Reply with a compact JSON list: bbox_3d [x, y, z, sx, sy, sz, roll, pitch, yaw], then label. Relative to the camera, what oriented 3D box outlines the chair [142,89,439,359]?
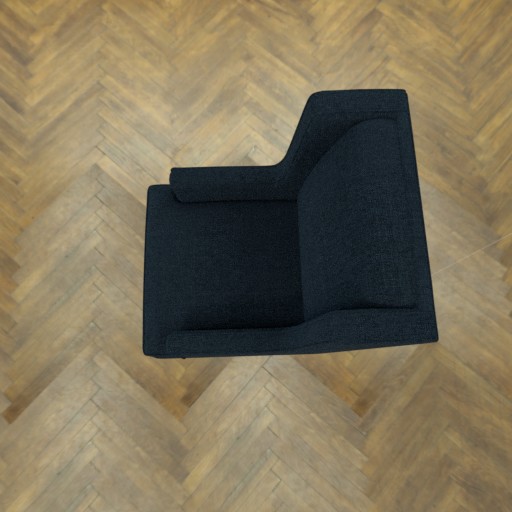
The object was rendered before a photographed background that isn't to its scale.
[{"bbox_3d":[0.000,0.000,1.752,0.947,1.072,0.764,-2,76,0],"label":"chair"}]
